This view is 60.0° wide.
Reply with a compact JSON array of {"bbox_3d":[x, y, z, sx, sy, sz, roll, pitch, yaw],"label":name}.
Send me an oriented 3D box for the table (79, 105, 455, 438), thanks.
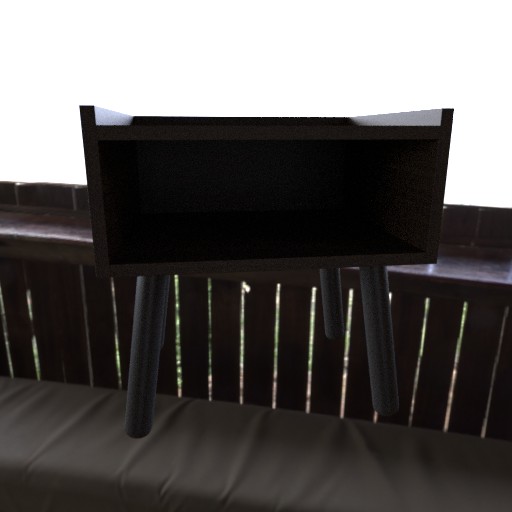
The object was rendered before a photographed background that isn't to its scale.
[{"bbox_3d":[0.000,0.000,0.763,0.450,0.470,0.370,-2,16,-8],"label":"table"}]
